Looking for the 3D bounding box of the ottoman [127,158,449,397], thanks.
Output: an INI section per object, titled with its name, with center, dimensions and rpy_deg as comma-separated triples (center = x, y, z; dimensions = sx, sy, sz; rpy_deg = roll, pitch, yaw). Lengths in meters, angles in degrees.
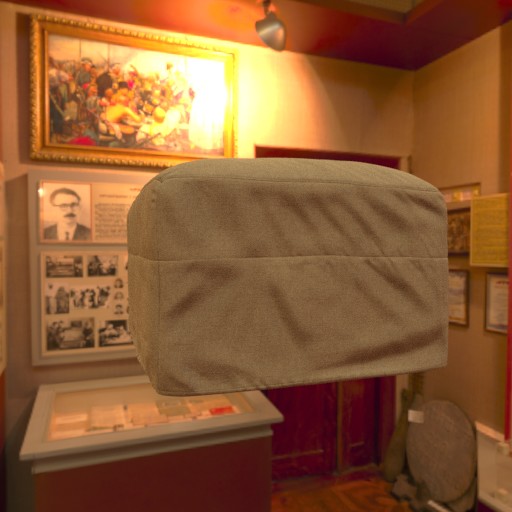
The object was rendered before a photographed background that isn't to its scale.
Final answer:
[ottoman]
center = 0.000, 0.000, 1.252
dimensions = 0.683, 0.481, 0.837
rpy_deg = 0, 1, -19
